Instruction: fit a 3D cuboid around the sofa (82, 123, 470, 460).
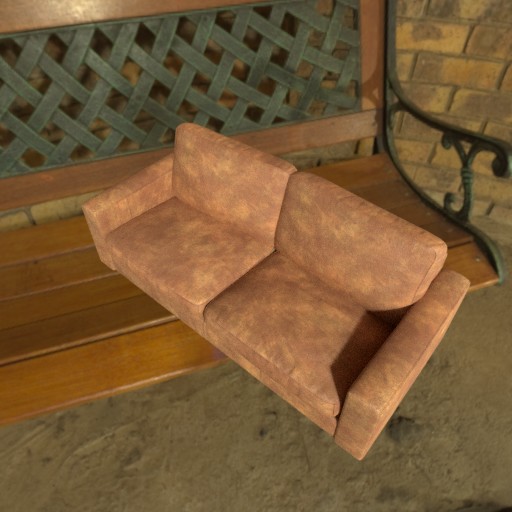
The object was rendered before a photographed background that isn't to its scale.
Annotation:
[{"bbox_3d":[0.000,0.000,2.685,2.179,0.873,1.016,31,53,27],"label":"sofa"}]
